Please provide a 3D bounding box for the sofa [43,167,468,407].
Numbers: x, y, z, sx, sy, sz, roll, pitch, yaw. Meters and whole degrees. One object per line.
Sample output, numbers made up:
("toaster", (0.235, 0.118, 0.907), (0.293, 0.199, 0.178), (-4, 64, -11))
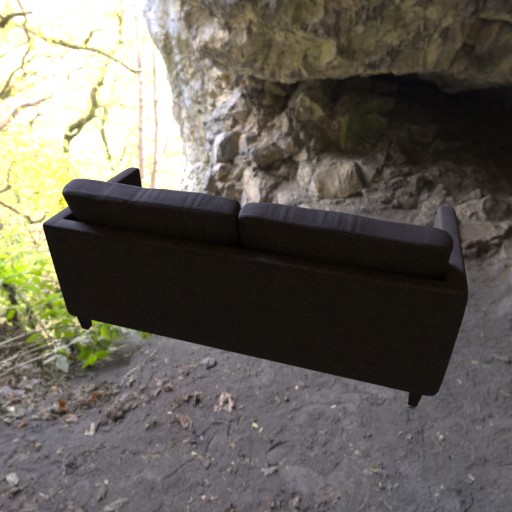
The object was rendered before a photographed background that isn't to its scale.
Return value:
("sofa", (0.000, 0.000, 2.666), (2.208, 0.965, 0.951), (9, 33, 15))
